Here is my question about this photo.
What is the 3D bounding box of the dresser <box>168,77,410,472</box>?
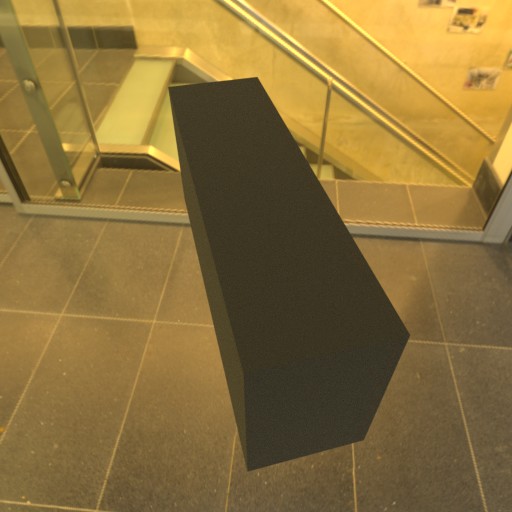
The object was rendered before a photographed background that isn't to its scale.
[{"bbox_3d":[0.000,0.000,1.936,0.463,0.872,1.558,-10,47,-10],"label":"dresser"}]
